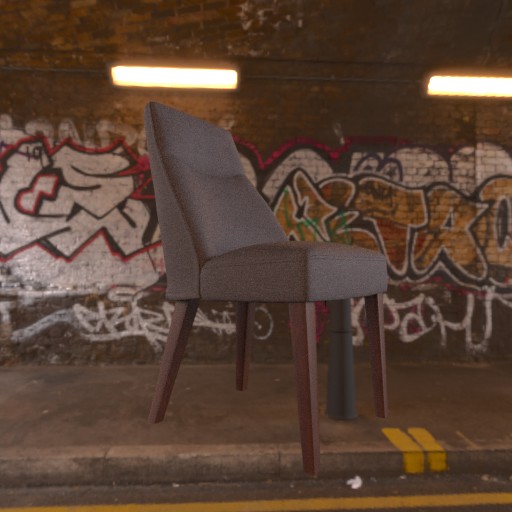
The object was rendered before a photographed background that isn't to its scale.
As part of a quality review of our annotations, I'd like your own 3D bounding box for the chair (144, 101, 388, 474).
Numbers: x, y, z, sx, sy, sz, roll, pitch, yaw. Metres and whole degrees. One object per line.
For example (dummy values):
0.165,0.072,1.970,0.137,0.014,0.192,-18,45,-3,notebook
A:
0.000,0.000,1.291,0.620,0.930,0.500,-1,-2,35,chair
